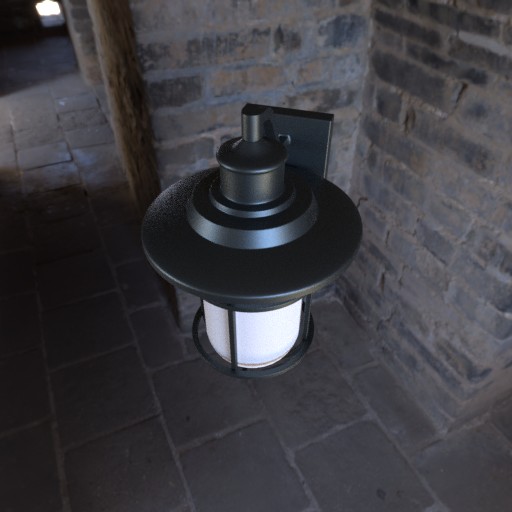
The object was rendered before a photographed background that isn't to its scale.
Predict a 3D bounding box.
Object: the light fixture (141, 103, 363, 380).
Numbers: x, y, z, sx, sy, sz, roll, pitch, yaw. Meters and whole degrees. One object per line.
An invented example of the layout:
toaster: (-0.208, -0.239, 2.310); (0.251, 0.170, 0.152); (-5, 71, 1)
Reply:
light fixture: (0.000, 0.000, 0.501); (0.222, 0.345, 0.252); (12, 42, 14)
